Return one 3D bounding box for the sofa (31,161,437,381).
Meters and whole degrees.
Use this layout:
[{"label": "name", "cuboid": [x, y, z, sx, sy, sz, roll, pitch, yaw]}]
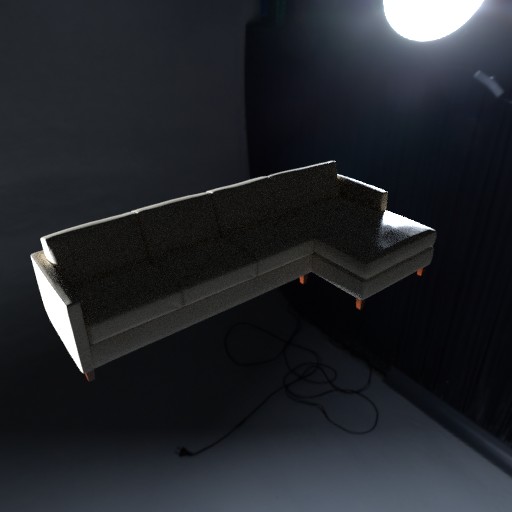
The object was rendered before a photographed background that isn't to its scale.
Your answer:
[{"label": "sofa", "cuboid": [0.000, 0.000, 4.117, 3.471, 0.954, 1.603, -21, 35, -32]}]
